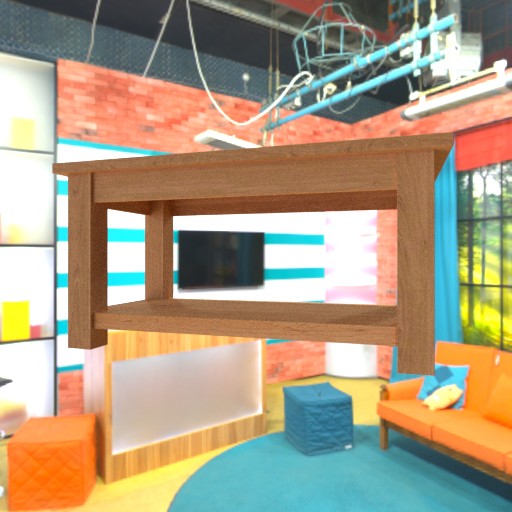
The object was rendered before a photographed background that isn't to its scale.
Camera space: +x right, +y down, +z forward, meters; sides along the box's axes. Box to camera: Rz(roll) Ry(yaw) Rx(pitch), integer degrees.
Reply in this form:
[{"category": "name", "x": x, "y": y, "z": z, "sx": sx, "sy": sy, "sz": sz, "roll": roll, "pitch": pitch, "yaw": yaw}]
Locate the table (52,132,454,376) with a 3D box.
[{"category": "table", "x": 0.000, "y": 0.000, "z": 1.157, "sx": 0.899, "sy": 0.452, "sz": 0.450, "roll": 0, "pitch": 0, "yaw": 18}]
